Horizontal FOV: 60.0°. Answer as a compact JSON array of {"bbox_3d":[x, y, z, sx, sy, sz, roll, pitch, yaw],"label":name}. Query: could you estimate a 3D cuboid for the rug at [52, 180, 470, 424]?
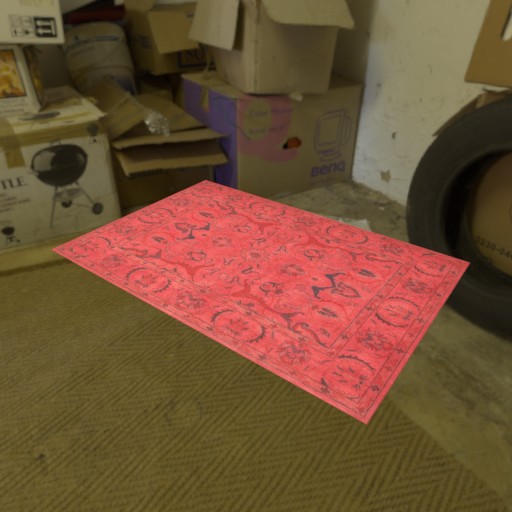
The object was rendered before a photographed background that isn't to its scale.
[{"bbox_3d":[0.000,0.000,2.305,1.814,0.008,1.209,22,38,31],"label":"rug"}]
